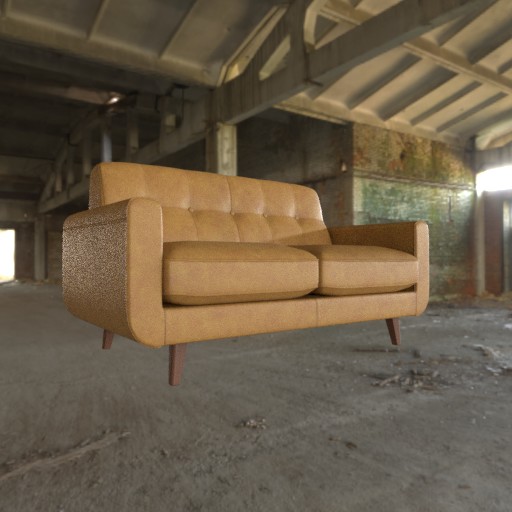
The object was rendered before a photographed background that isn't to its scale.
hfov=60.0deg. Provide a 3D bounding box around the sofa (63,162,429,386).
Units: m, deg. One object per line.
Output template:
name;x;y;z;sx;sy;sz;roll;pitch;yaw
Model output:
sofa;0.000;0.000;2.254;1.651;0.925;0.952;0;-1;-36
